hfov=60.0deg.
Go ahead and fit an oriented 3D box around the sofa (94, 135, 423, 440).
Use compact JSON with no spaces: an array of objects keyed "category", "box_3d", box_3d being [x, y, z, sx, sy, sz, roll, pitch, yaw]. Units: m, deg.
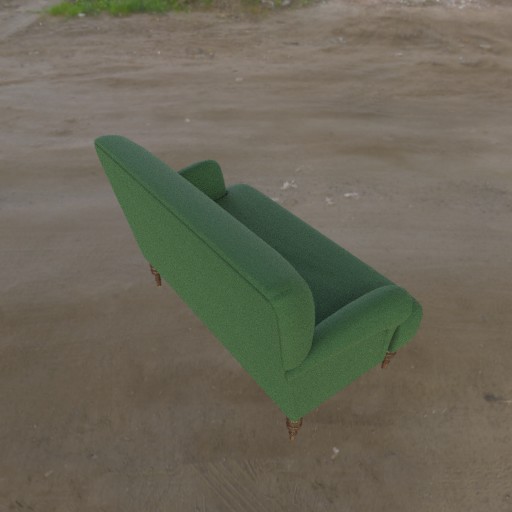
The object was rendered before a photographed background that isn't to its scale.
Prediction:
[{"category":"sofa","box_3d":[0.000,0.000,1.875,0.779,0.889,1.297,-26,46,-28]}]
